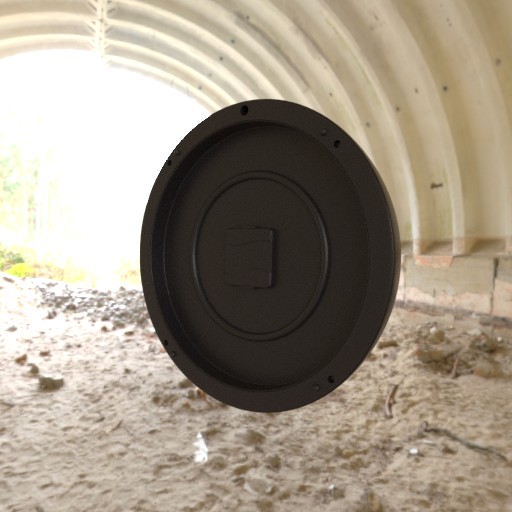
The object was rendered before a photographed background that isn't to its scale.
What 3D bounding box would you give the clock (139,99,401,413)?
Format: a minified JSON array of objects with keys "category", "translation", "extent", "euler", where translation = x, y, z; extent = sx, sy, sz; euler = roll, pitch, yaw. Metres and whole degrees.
[{"category":"clock","translation":[0.000,0.000,0.452],"extent":[0.300,0.300,0.060],"euler":[0,1,36]}]
